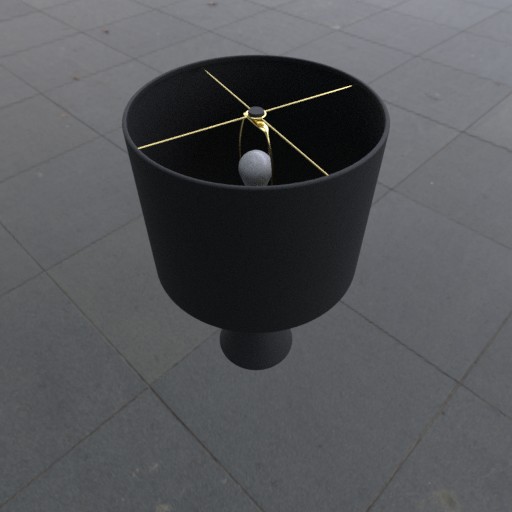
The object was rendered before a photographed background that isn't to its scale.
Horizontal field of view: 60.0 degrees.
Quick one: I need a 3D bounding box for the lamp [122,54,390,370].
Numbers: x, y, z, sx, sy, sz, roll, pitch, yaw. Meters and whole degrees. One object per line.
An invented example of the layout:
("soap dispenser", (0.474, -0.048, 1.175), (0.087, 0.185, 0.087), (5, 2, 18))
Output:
("lamp", (0.000, 0.000, 0.815), (0.359, 0.584, 0.359), (-23, 50, -20))
